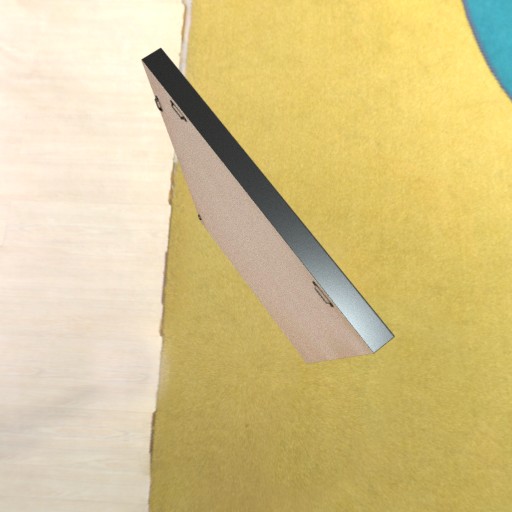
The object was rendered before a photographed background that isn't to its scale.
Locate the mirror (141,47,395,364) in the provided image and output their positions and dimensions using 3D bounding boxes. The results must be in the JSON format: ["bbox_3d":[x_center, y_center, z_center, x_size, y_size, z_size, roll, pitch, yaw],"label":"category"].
[{"bbox_3d":[0.000,0.000,0.921,0.039,0.710,0.507,-36,78,-9],"label":"mirror"}]
